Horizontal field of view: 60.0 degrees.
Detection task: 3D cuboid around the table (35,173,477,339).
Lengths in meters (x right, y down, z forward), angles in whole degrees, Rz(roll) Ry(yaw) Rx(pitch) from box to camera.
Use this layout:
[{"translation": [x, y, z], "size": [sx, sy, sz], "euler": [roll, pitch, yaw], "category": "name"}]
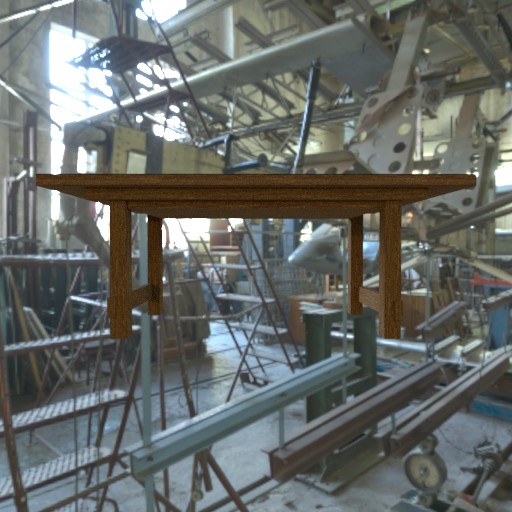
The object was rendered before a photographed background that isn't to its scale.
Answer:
[{"translation": [0.000, 0.000, 2.495], "size": [1.982, 0.762, 1.000], "euler": [0, 1, 0], "category": "table"}]
